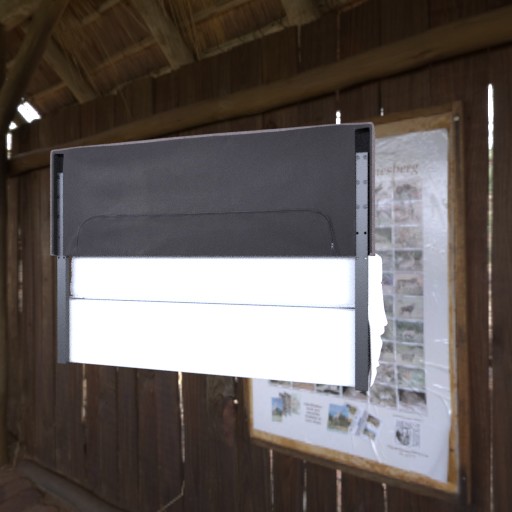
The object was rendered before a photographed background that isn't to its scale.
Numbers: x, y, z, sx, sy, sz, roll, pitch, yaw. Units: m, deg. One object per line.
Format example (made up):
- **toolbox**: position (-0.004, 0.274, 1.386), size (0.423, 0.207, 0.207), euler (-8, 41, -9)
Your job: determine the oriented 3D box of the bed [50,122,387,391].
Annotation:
- **bed**: position (0.000, 0.000, 2.883), size (1.610, 1.089, 1.894), euler (0, 0, 18)
